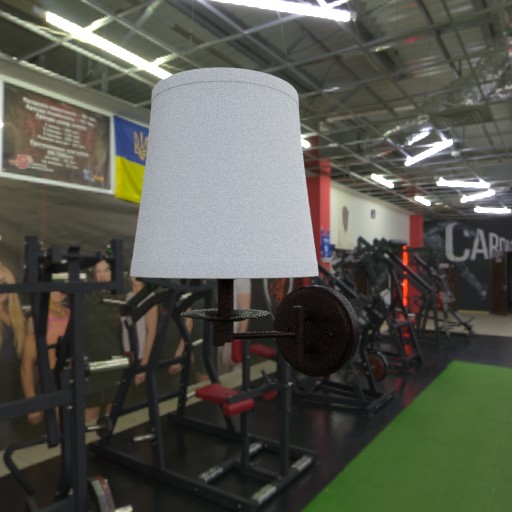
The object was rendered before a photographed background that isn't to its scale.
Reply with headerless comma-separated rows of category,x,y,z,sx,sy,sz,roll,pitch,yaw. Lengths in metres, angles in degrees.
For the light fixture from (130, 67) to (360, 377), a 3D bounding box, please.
light fixture,0.000,0.000,0.265,0.100,0.172,0.157,-1,-1,36
